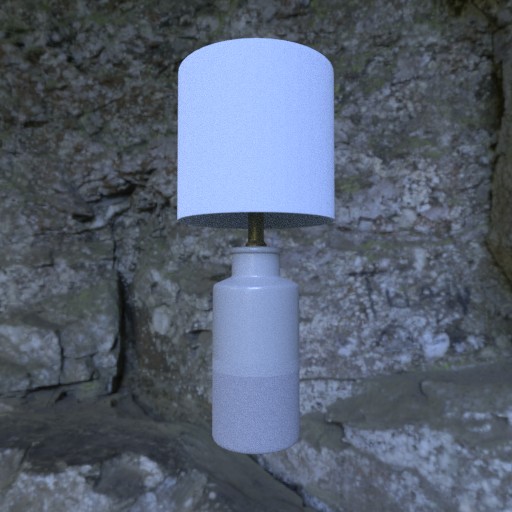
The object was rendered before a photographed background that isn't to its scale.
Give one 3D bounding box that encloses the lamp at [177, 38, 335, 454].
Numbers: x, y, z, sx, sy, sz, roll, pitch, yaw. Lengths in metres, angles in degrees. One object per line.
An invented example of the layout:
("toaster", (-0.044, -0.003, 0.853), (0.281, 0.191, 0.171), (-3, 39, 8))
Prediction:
("lamp", (0.000, 0.000, 0.605), (0.212, 0.493, 0.212), (-1, -2, 36))
